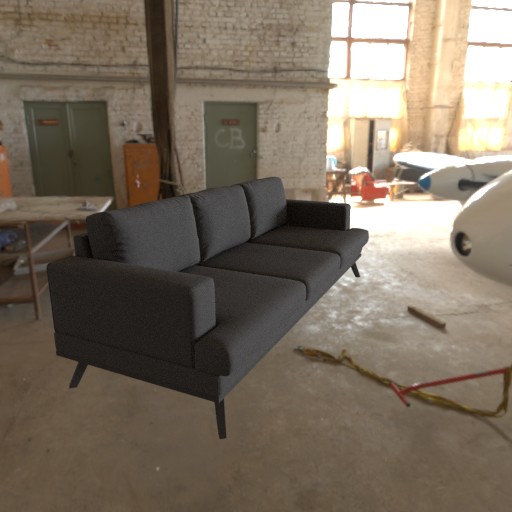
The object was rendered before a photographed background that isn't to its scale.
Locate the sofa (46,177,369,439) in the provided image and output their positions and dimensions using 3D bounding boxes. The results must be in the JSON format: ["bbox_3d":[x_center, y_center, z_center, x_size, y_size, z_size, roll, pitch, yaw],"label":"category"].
[{"bbox_3d":[0.000,0.000,2.751,0.920,0.810,2.310,7,17,25],"label":"sofa"}]
